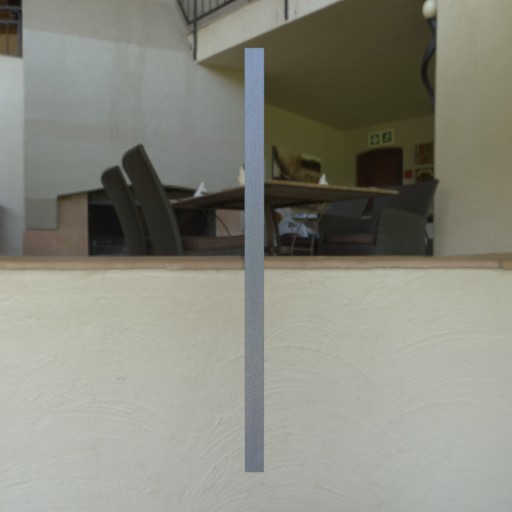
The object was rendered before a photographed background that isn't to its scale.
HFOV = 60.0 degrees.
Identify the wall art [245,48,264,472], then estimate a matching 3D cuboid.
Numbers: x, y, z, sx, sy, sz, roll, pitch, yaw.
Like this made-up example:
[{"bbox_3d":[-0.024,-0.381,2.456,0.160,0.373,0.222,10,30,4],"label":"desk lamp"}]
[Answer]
[{"bbox_3d":[0.000,0.000,0.912,0.026,0.558,0.660,0,2,0],"label":"wall art"}]
